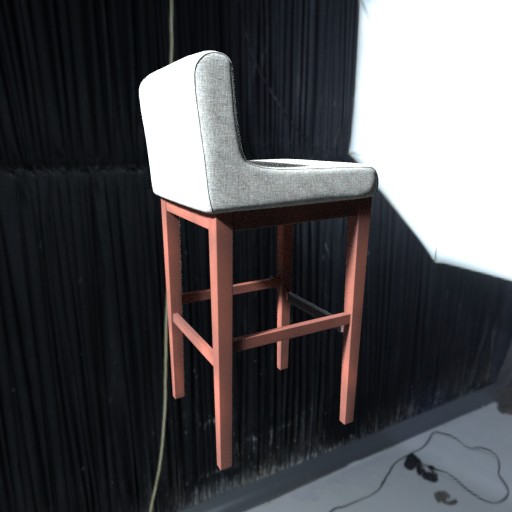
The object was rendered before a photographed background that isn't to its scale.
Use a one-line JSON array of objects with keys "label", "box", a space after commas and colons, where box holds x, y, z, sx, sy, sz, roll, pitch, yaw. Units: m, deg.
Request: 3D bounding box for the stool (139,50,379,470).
[{"label": "stool", "box": [0.000, 0.000, 1.232, 0.499, 0.965, 0.426, -8, 16, -27]}]
